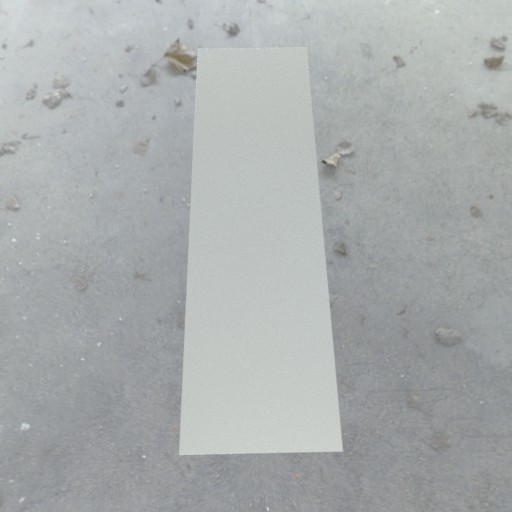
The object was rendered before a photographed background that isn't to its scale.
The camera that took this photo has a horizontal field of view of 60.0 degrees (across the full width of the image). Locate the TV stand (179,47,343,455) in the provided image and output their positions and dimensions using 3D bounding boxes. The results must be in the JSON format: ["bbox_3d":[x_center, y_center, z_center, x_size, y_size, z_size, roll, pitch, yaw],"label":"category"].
[{"bbox_3d":[0.000,0.000,1.436,0.344,0.603,1.167,-1,66,0],"label":"TV stand"}]
